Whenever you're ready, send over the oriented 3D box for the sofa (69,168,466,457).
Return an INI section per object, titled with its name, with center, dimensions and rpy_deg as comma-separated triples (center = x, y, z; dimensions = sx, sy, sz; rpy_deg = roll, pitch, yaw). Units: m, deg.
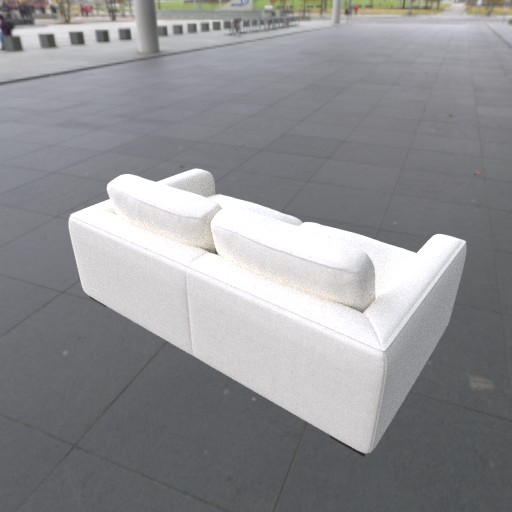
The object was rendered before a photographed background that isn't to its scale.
[sofa]
center = 0.000, 0.000, 2.428
dimensions = 1.920, 0.801, 1.069
rpy_deg = 21, 36, 32
